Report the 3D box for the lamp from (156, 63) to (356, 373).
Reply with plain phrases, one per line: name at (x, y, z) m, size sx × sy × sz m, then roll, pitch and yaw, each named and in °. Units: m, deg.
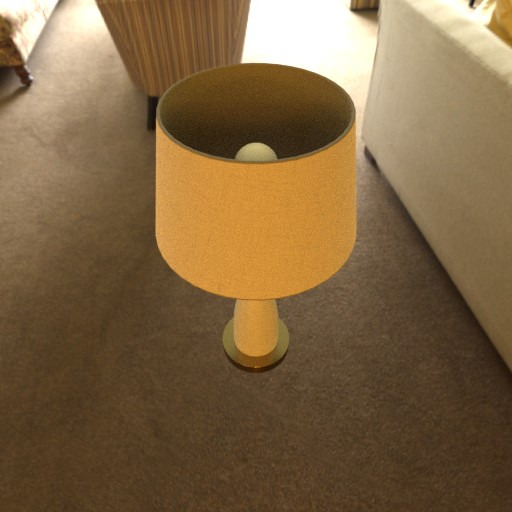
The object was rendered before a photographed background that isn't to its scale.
lamp at (0.000, 0.000, 0.746) m, size 0.309 × 0.545 × 0.309 m, roll 0°, pitch 47°, yaw 0°
